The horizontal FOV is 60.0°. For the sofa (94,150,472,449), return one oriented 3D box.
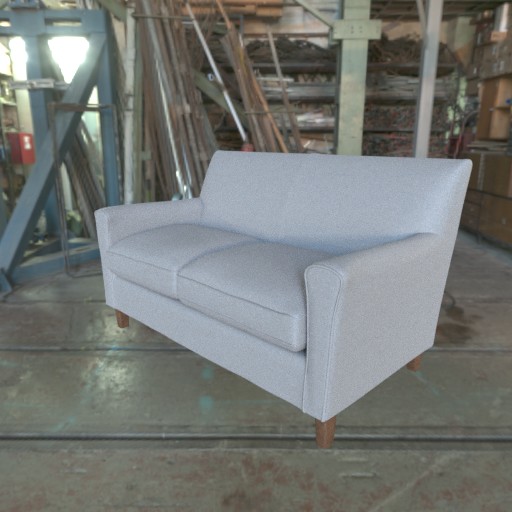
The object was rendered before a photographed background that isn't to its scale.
[{"bbox_3d":[0.000,0.000,2.017,0.888,0.890,1.482,-15,21,-43],"label":"sofa"}]
